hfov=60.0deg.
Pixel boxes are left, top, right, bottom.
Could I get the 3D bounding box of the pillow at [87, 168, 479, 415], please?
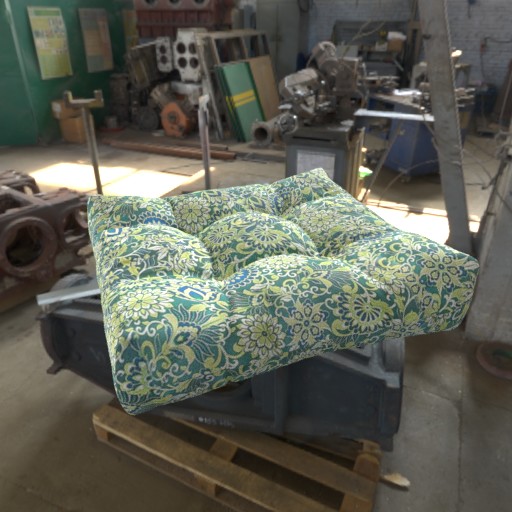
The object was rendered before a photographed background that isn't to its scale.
[{"bbox_3d":[0.000,0.000,0.714,0.490,0.128,0.468,-11,30,-19],"label":"pillow"}]
